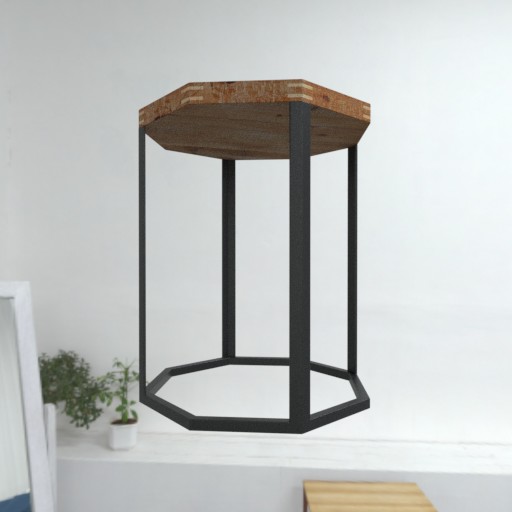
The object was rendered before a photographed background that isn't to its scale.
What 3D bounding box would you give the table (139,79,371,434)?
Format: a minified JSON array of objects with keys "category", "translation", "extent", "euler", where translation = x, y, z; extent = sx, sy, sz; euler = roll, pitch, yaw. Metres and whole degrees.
[{"category":"table","translation":[0.000,0.000,0.895],"extent":[0.458,0.543,0.458],"euler":[0,1,-18]}]
